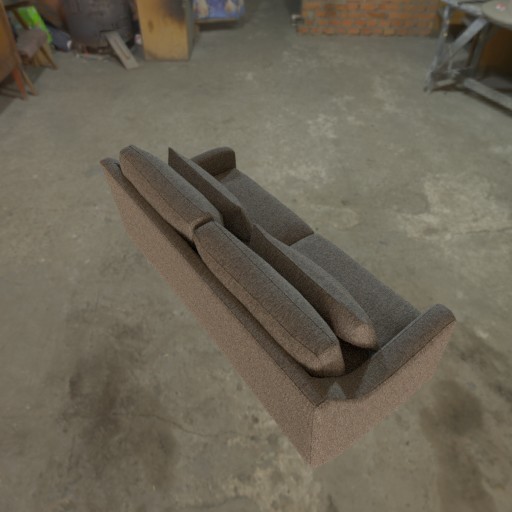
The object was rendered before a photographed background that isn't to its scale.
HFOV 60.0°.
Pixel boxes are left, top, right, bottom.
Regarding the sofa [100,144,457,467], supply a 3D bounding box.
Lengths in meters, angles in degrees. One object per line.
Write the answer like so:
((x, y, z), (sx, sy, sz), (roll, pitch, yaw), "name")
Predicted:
((0.000, 0.000, 2.969), (1.103, 0.998, 2.418), (-26, 49, -25), "sofa")
